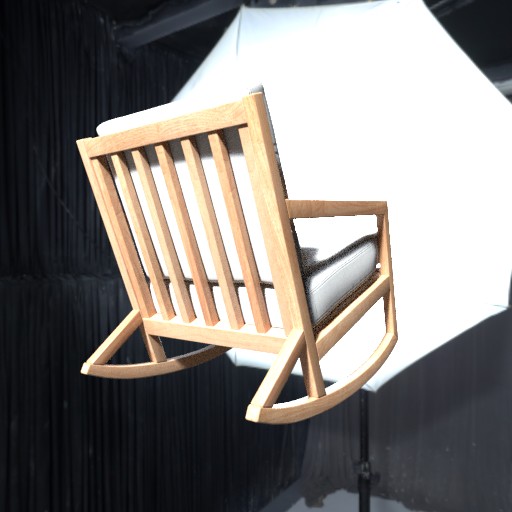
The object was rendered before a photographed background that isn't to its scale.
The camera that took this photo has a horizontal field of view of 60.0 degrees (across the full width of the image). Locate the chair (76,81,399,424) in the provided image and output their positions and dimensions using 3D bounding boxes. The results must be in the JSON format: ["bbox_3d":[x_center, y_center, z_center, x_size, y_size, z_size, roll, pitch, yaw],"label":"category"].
[{"bbox_3d":[0.000,0.000,1.405,0.622,0.790,0.857,0,0,36],"label":"chair"}]
